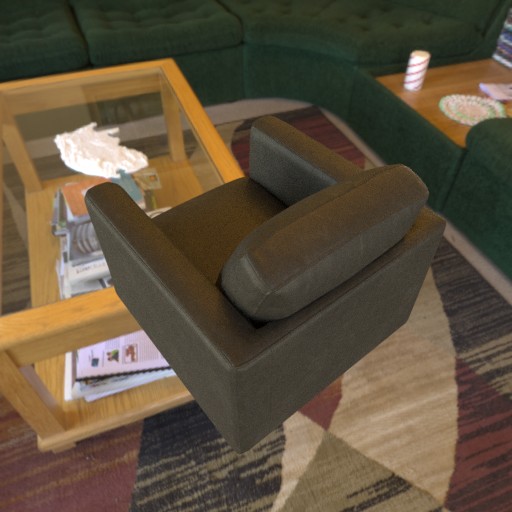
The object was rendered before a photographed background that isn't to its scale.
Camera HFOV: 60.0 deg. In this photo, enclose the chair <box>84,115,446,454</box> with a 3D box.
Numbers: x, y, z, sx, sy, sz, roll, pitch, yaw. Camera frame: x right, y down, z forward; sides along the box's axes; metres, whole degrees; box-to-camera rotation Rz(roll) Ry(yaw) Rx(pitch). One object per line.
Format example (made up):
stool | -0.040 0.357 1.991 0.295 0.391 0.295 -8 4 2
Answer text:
chair | 0.000 0.000 1.567 0.831 0.898 0.879 -30 53 -25
